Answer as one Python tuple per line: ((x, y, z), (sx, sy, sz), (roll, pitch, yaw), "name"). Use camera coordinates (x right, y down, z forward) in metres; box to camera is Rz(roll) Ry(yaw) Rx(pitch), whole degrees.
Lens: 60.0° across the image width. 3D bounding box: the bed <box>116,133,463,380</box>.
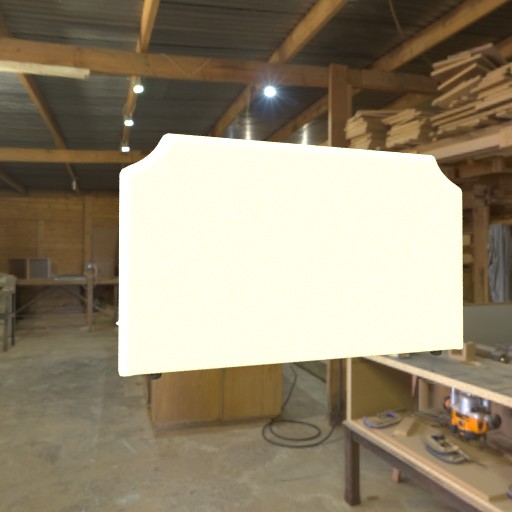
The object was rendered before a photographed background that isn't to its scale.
((0.000, 0.000, 3.603), (2.160, 1.301, 2.204), (0, 0, -18), "bed")
